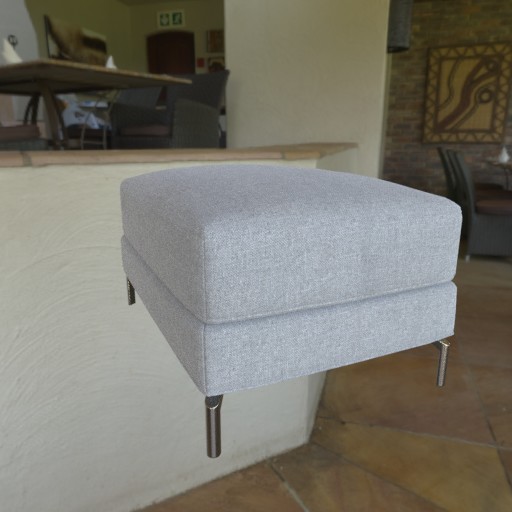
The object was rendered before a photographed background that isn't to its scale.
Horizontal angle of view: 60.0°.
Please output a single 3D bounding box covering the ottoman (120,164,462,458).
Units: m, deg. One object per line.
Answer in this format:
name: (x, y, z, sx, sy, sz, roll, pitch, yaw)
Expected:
ottoman: (0.000, 0.000, 1.162, 0.584, 0.457, 0.838, -7, 17, -24)
